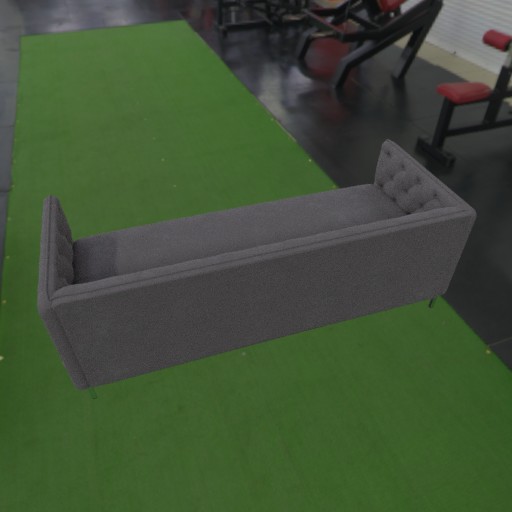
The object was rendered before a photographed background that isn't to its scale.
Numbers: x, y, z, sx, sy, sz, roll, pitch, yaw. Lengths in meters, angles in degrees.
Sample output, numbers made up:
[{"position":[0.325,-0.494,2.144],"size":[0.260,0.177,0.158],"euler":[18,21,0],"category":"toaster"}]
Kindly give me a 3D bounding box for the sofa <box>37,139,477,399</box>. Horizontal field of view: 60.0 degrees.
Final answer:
[{"position":[0.000,0.000,2.607],"size":[2.209,0.771,0.895],"euler":[-12,43,-13],"category":"sofa"}]
